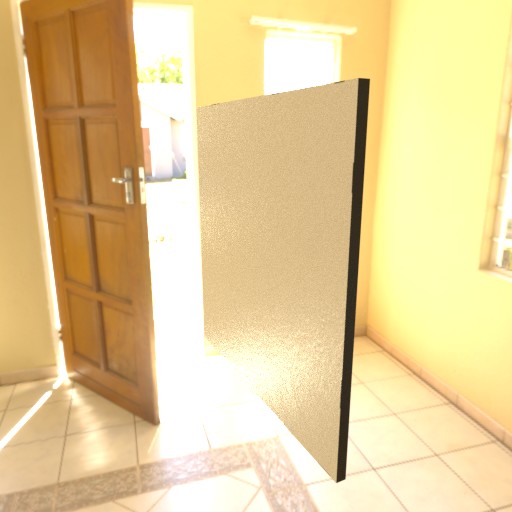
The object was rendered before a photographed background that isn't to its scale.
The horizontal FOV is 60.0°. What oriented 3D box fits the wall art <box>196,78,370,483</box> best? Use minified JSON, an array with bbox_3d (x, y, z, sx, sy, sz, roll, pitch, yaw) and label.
[{"bbox_3d":[0.000,0.000,0.658,0.014,0.445,0.446,-7,17,-26],"label":"wall art"}]
